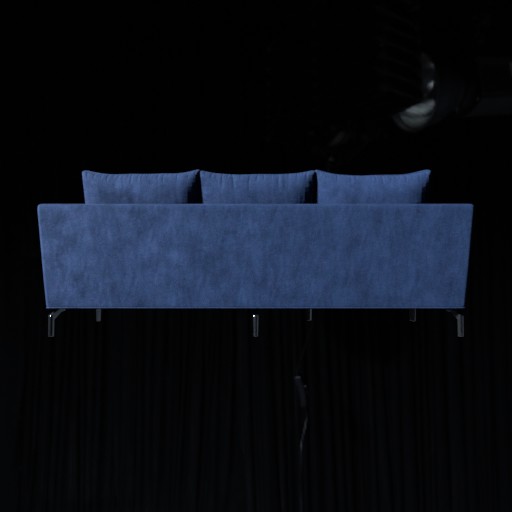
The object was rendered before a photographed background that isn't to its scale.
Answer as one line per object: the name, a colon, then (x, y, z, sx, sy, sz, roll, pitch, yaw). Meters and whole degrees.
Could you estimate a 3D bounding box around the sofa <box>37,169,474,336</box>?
sofa: (0.000, 0.000, 3.709, 2.463, 0.988, 2.472, 0, -2, 0)
